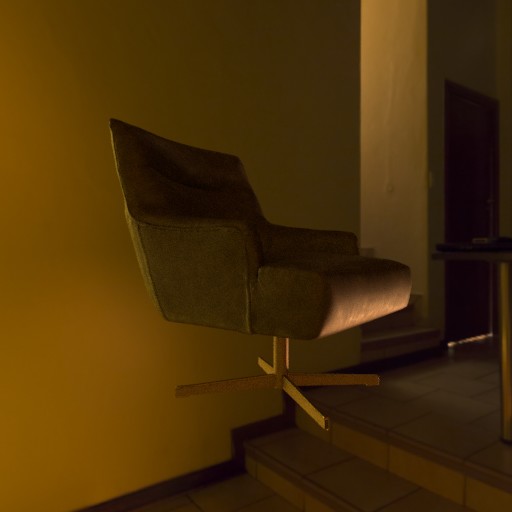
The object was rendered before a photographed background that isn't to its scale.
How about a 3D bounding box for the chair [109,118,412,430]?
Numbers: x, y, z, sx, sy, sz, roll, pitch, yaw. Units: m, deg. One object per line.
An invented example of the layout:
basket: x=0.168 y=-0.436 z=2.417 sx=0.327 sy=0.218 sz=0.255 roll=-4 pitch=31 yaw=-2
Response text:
chair: x=0.000 y=0.000 z=1.484 sx=0.874 sy=0.870 sz=0.738 roll=0 pitch=0 yaw=34
